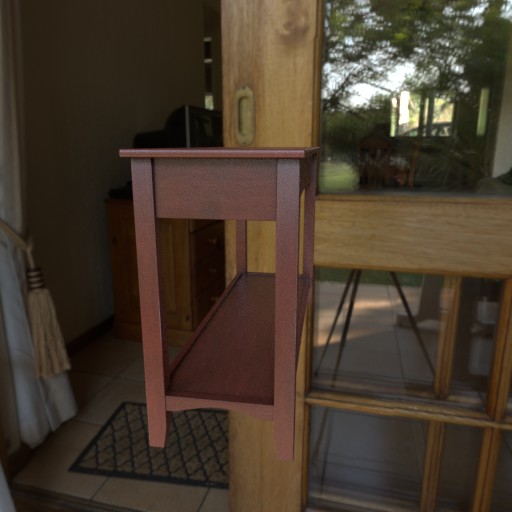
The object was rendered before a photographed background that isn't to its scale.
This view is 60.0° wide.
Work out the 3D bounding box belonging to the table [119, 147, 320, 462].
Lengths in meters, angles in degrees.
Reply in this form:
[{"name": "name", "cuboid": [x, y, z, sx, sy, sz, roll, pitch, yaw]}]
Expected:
[{"name": "table", "cuboid": [0.000, 0.000, 1.556, 0.392, 0.739, 1.188, 2, 14, 9]}]
